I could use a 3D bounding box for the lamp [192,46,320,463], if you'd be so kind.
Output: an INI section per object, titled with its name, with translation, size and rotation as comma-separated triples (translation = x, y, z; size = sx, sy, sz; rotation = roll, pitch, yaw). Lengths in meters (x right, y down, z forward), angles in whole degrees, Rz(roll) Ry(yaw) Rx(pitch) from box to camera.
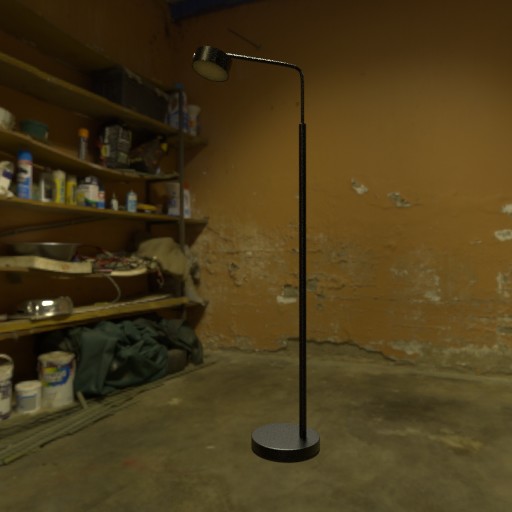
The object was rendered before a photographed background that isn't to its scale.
[lamp]
translation = 0.000, 0.000, 1.400
size = 0.418, 1.230, 0.219
rotation = 0, -1, -18
